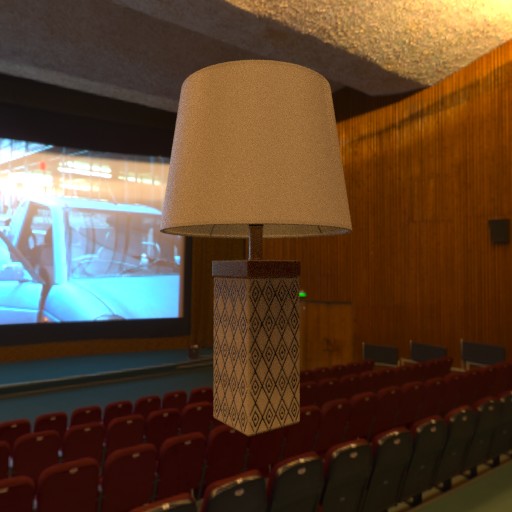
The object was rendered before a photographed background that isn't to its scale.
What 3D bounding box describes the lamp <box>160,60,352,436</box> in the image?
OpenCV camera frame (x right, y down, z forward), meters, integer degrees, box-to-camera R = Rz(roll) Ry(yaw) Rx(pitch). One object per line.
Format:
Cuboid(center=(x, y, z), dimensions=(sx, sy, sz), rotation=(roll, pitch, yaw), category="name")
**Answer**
Cuboid(center=(0.000, 0.000, 0.591), dimensions=(0.251, 0.435, 0.251), rotation=(0, -1, 0), category="lamp")
